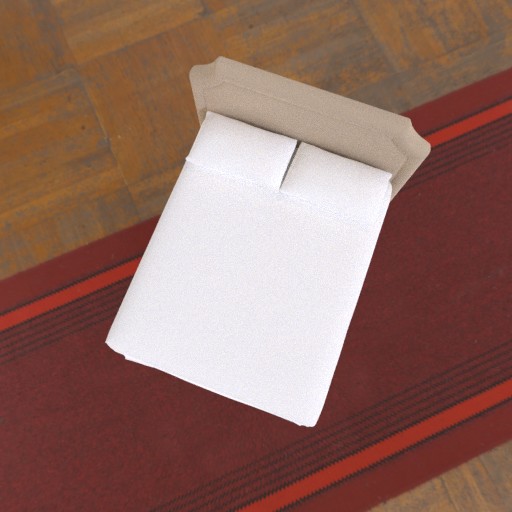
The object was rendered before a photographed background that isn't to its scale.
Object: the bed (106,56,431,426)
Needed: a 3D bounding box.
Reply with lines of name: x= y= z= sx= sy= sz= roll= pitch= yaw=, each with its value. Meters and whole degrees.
bed: x=0.000 y=0.000 z=3.357 sx=1.828 sy=1.301 sz=2.204 roll=20 pitch=77 yaw=5
